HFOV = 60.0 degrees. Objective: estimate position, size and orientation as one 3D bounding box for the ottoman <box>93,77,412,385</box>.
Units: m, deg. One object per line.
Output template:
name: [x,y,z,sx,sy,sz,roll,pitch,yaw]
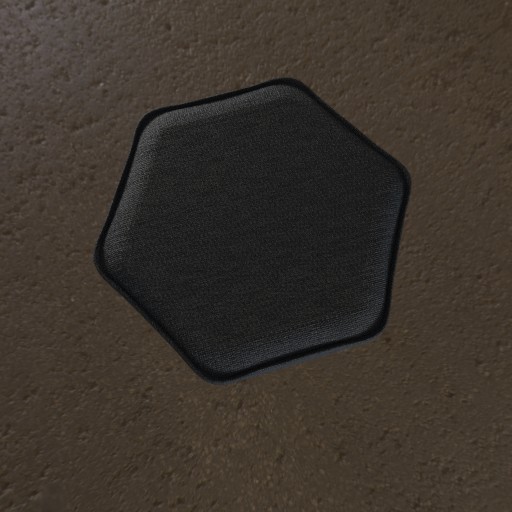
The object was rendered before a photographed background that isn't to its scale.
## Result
ottoman: [0.000,0.000,0.885,0.454,0.505,0.492,17,76,4]
